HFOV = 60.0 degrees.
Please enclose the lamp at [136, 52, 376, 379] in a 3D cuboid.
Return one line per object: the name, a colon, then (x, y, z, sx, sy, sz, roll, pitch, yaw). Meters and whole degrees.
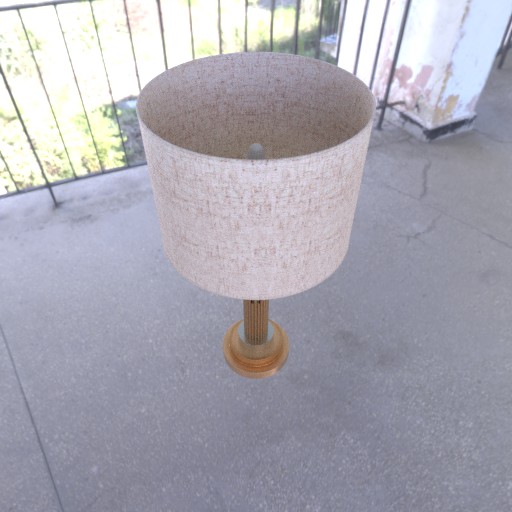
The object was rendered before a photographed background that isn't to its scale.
lamp: (0.000, 0.000, 0.816, 0.321, 0.610, 0.321, -16, 47, -16)
